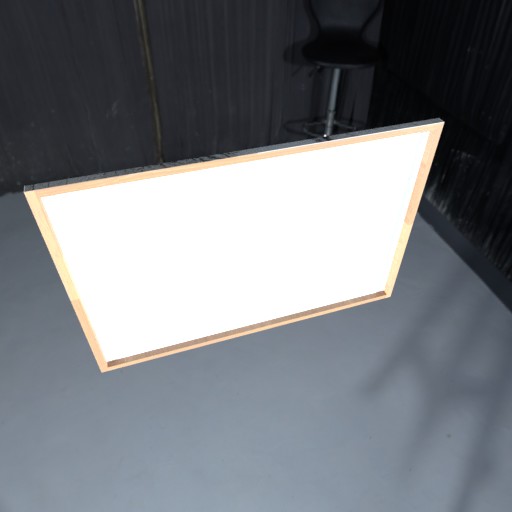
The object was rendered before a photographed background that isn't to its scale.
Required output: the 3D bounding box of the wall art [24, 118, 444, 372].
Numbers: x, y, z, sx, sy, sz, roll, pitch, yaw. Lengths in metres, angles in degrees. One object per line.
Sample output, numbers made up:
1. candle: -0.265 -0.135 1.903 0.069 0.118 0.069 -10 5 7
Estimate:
1. wall art: 0.000 0.000 1.140 0.914 0.607 0.023 -13 44 -13
